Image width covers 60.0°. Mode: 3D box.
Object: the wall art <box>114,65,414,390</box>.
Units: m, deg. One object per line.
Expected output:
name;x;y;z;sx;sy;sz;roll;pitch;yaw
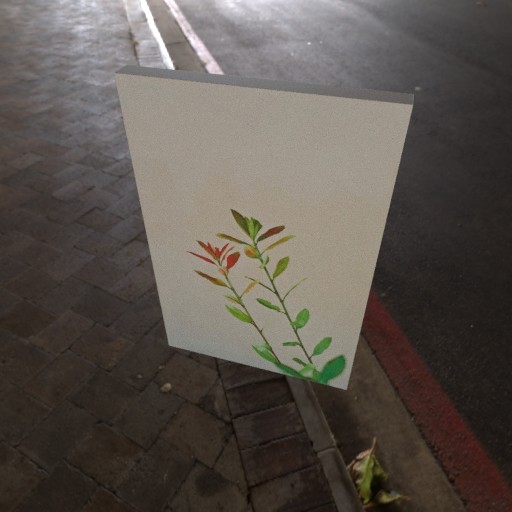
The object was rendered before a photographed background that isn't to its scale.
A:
wall art;0.000;0.000;0.793;0.408;0.611;0.038;11;42;13
